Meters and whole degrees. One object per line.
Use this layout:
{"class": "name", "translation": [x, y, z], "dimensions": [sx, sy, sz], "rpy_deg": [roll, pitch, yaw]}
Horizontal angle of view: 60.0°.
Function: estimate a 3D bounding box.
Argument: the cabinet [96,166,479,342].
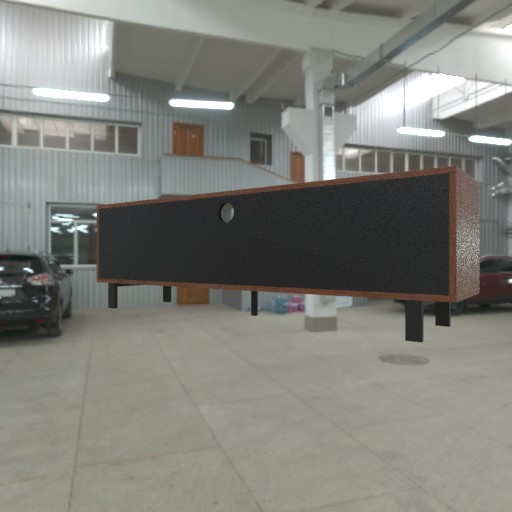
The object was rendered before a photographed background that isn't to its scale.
{"class": "cabinet", "translation": [0.000, 0.000, 1.869], "dimensions": [1.650, 0.500, 0.400], "rpy_deg": [0, 0, 36]}
